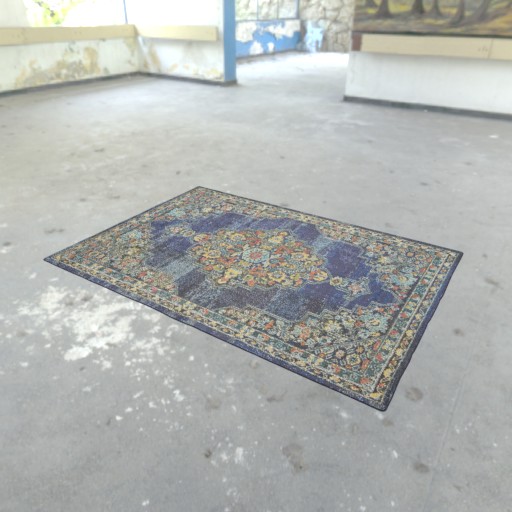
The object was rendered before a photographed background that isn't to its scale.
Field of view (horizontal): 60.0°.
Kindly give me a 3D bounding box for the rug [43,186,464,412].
[{"bbox_3d":[0.000,0.000,3.753,2.940,0.011,2.053,18,34,28],"label":"rug"}]
